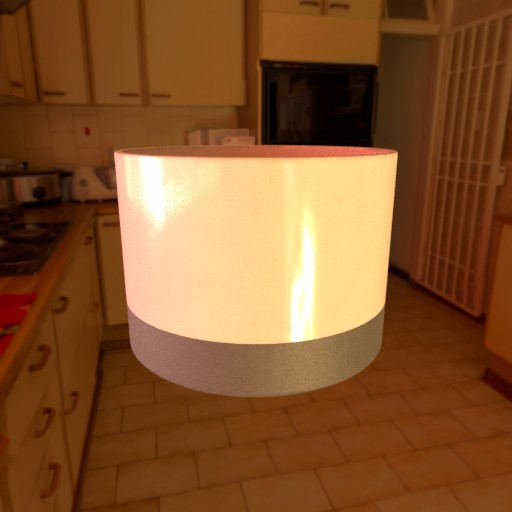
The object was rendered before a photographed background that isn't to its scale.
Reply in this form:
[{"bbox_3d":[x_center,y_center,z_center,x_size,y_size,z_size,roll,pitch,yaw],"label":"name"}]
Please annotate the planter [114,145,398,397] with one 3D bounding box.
[{"bbox_3d":[0.000,0.000,0.224,0.128,0.105,0.128,0,16,0],"label":"planter"}]
